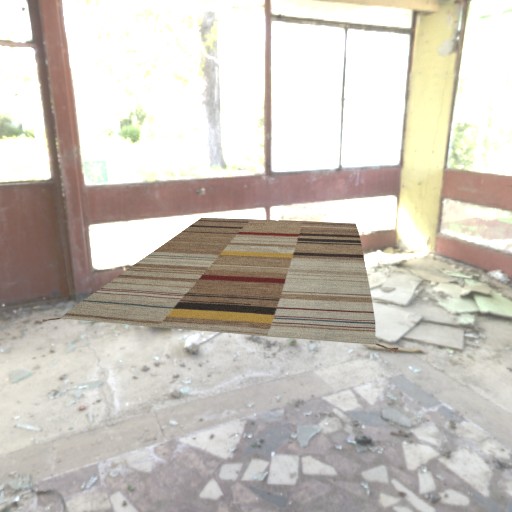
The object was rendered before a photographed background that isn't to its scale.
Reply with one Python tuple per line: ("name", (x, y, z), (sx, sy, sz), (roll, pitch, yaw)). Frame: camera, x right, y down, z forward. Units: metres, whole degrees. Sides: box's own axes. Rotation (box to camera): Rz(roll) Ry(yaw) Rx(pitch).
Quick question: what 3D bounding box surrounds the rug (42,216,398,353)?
("rug", (0.000, 0.000, 2.390), (1.268, 0.007, 1.918), (3, 17, 10))
